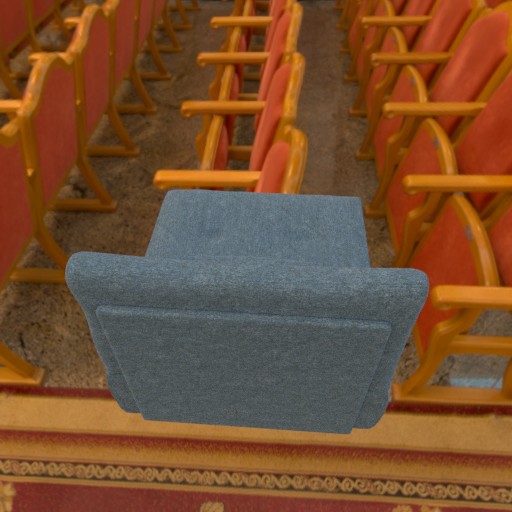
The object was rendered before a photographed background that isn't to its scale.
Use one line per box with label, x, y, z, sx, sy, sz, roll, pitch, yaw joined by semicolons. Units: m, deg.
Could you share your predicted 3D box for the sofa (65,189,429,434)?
sofa;0.000;0.000;1.667;0.930;0.820;1.000;3;47;3
